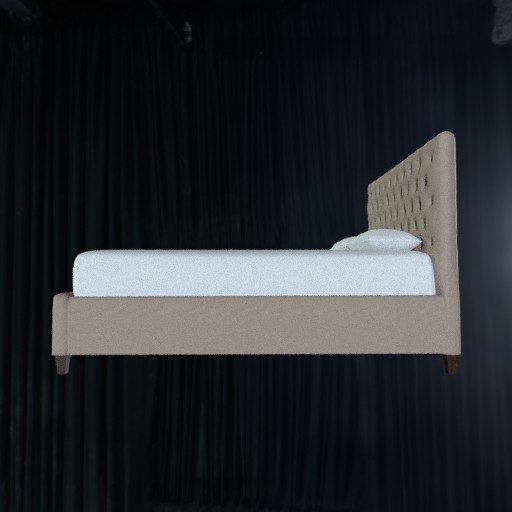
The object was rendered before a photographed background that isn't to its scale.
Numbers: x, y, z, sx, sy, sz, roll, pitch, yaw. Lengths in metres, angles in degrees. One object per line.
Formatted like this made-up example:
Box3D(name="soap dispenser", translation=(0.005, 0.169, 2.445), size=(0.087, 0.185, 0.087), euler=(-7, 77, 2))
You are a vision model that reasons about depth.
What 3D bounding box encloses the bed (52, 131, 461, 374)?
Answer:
Box3D(name="bed", translation=(0.000, 0.000, 3.419), size=(2.387, 1.427, 1.698), euler=(0, -2, 0))
